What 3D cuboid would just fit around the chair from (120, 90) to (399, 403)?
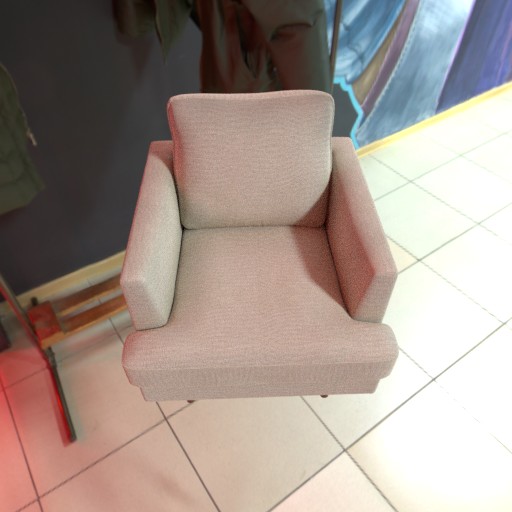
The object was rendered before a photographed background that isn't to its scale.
[{"bbox_3d":[0.000,0.000,1.634,0.858,0.957,0.899,-2,46,-2],"label":"chair"}]
